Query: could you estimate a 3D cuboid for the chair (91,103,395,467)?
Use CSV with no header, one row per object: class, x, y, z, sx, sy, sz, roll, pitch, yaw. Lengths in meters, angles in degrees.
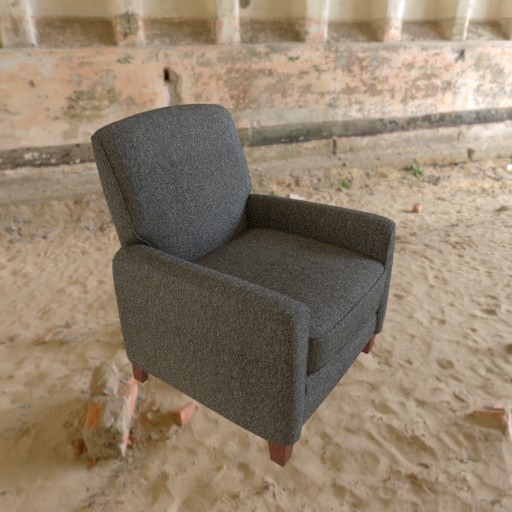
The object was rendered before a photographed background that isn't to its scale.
chair,0.000,0.000,1.669,0.864,1.014,0.848,18,32,31
